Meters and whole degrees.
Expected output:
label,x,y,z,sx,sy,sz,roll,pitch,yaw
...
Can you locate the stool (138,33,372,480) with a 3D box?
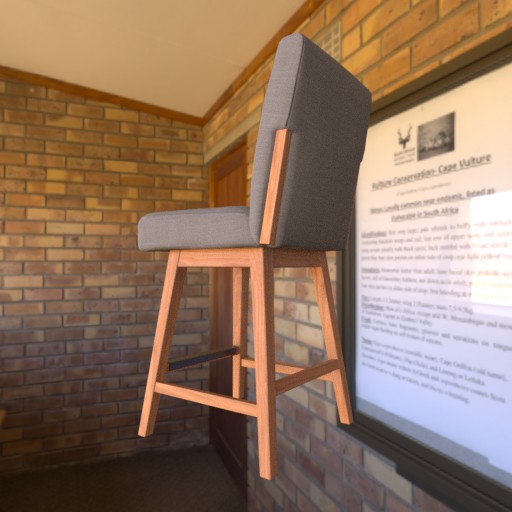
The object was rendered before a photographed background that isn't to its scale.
label,x,y,z,sx,sy,sz,roll,pitch,yaw
stool,0.000,0.000,1.308,0.570,1.019,0.459,-1,-1,36
